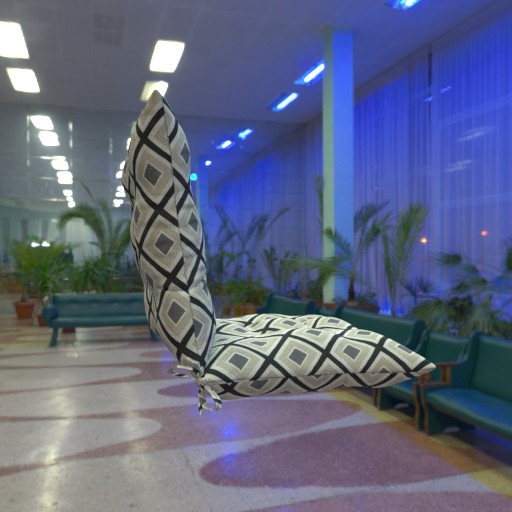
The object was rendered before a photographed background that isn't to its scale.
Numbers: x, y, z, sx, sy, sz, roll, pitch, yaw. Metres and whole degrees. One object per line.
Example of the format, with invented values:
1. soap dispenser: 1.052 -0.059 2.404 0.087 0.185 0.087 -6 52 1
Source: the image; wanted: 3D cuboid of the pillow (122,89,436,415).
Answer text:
1. pillow: 0.000 0.000 1.008 0.585 0.536 0.541 0 0 -17
